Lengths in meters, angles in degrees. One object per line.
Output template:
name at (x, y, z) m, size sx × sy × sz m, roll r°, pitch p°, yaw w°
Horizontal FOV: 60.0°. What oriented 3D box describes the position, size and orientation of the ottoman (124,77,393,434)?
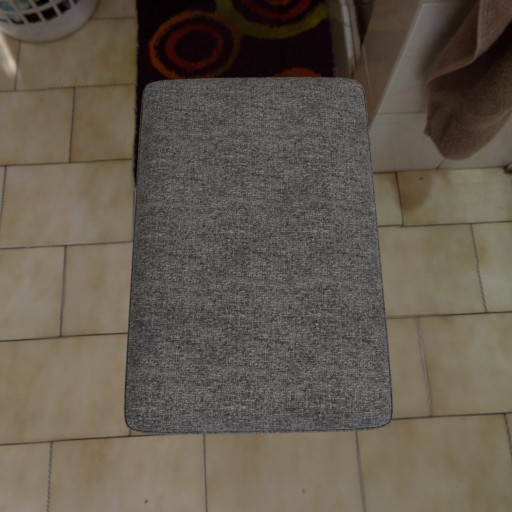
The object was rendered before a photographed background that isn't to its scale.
ottoman at (0.000, 0.000, 1.192) m, size 0.584 × 0.483 × 0.864 m, roll -1°, pitch 75°, yaw 0°
